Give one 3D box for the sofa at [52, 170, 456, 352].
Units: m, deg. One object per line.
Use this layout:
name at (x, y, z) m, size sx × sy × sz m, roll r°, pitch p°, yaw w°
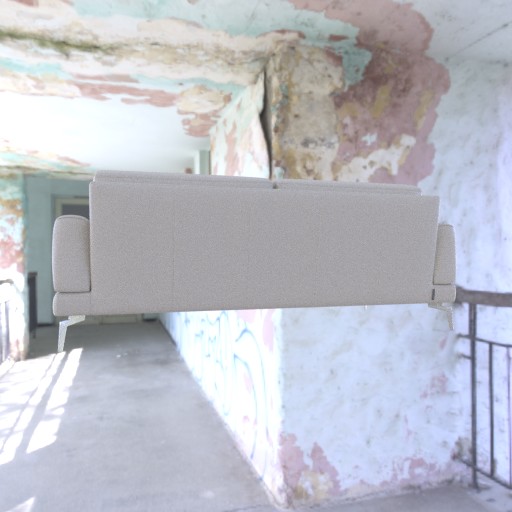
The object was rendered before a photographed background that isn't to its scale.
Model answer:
sofa at (0.000, 0.000, 2.423) m, size 1.940 × 0.765 × 0.974 m, roll 0°, pitch 0°, yaw -16°
